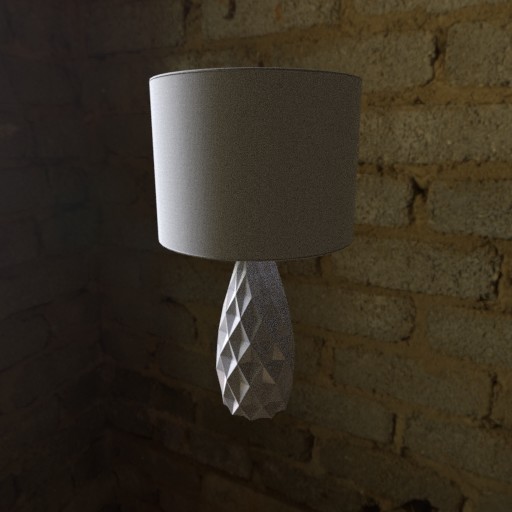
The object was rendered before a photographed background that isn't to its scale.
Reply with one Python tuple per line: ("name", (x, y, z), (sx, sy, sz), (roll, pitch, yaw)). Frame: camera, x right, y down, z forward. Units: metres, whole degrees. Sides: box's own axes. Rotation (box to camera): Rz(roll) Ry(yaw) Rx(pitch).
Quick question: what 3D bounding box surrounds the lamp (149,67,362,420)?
("lamp", (0.000, 0.000, 0.701), (0.297, 0.522, 0.297), (0, 15, 0))
